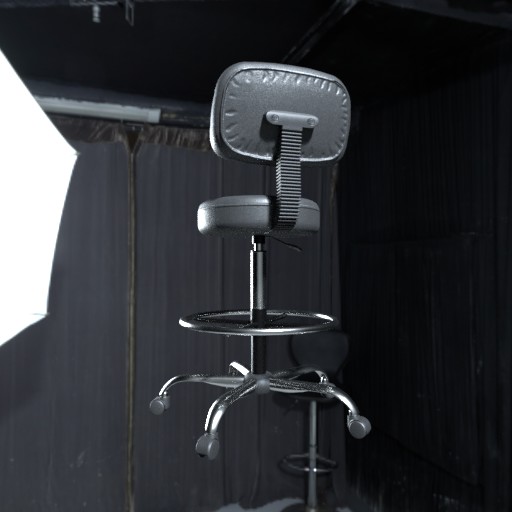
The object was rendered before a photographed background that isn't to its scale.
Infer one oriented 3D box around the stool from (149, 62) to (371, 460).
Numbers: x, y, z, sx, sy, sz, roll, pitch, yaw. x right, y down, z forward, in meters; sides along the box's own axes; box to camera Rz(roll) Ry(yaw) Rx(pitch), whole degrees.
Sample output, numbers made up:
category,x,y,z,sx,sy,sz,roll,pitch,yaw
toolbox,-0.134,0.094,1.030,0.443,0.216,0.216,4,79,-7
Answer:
category,x,y,z,sx,sy,sz,roll,pitch,yaw
stool,0.000,0.000,1.521,0.694,1.069,0.658,0,-1,-18
